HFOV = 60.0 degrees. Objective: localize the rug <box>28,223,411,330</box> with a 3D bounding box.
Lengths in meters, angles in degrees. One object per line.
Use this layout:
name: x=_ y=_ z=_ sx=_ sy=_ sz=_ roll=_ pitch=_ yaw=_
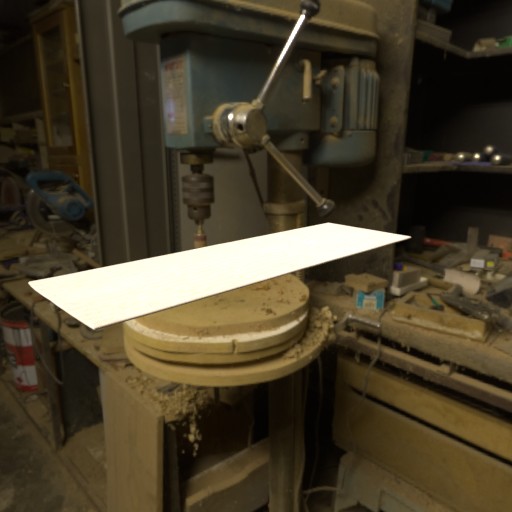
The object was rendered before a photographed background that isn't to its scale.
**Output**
rug: x=0.000 y=0.000 z=2.774 sx=2.450 sy=0.014 sz=0.793 roll=-13 pitch=20 yaw=-41
